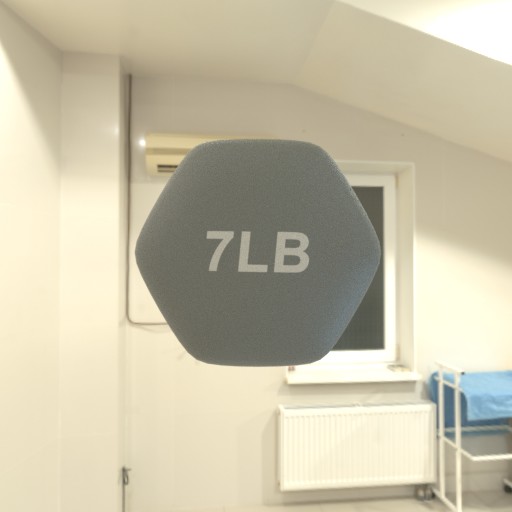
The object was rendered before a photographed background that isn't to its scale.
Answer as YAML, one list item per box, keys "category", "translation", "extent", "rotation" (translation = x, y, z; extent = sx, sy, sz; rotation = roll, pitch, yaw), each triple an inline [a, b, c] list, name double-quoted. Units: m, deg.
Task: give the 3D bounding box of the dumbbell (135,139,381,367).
- category: "dumbbell"
  translation: [0.000, 0.000, 0.236]
  extent: [0.090, 0.081, 0.184]
  rotation: [0, -1, 0]
